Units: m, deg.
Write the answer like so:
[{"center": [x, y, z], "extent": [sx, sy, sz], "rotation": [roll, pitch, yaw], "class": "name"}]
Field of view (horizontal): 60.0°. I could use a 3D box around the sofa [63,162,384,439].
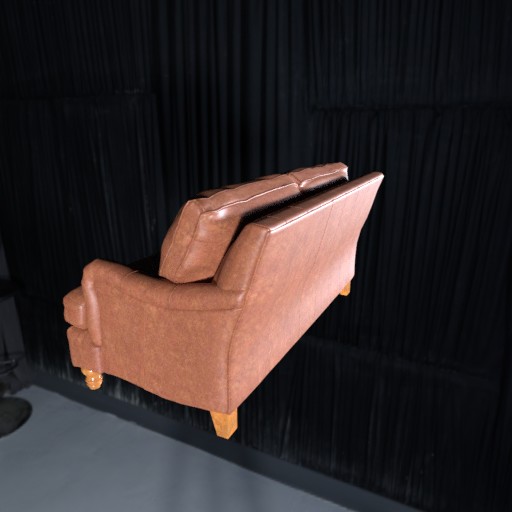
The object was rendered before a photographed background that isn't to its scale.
[{"center": [0.000, 0.000, 2.844], "extent": [1.147, 1.071, 2.144], "rotation": [8, 19, 26], "class": "sofa"}]
